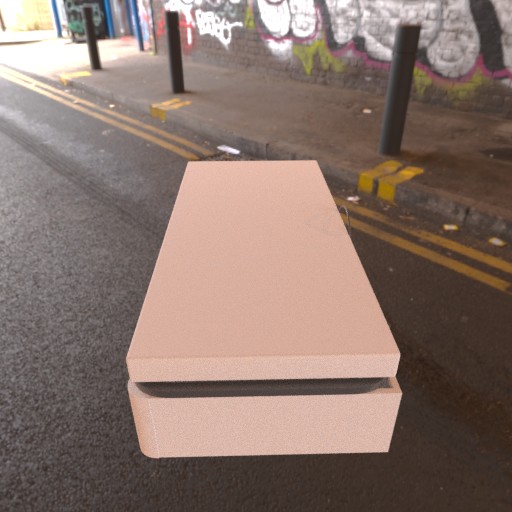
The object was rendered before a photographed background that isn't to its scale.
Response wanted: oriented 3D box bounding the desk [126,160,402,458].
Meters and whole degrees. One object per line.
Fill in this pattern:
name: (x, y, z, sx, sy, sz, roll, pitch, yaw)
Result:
desk: (0.000, 0.000, 2.263, 0.900, 0.526, 1.900, -1, 31, -1)
